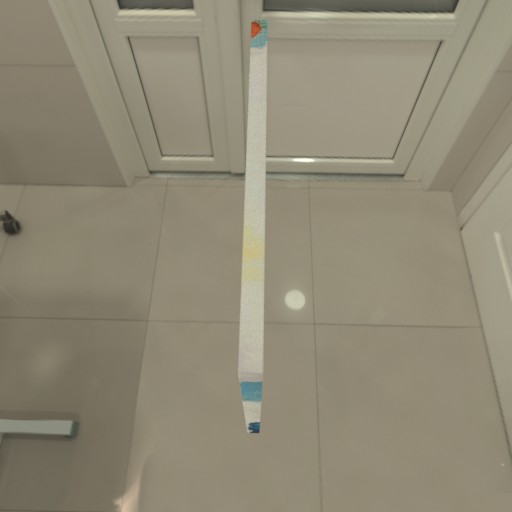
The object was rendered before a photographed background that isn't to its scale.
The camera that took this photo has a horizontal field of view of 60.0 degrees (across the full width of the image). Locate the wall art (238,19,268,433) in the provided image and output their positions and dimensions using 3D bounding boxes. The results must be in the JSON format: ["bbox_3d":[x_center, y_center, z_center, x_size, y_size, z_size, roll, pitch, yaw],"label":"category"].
[{"bbox_3d":[0.000,0.000,1.200,0.037,0.814,0.814,1,62,1],"label":"wall art"}]
